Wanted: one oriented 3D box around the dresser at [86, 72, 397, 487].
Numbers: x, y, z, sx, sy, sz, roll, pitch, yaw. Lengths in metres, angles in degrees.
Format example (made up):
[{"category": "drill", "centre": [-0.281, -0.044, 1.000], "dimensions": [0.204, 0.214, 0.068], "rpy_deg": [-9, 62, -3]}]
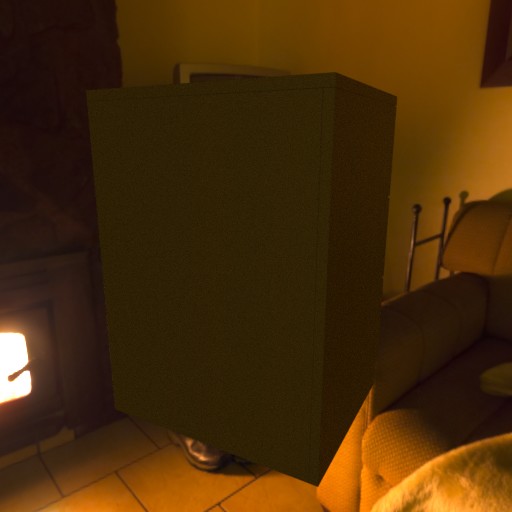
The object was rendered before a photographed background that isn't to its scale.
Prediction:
[{"category": "dresser", "centre": [0.000, 0.000, 0.814], "dimensions": [0.400, 0.560, 0.360], "rpy_deg": [8, 17, 28]}]
